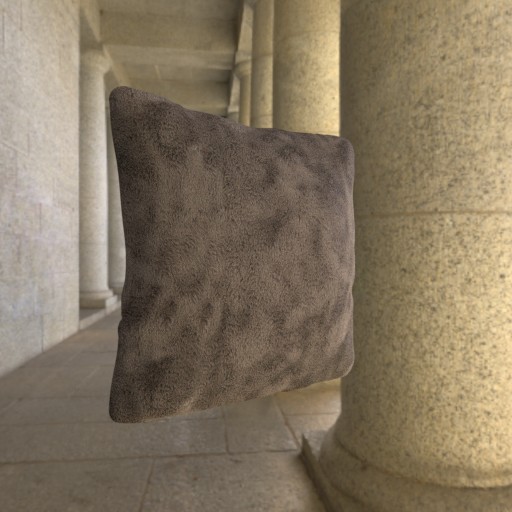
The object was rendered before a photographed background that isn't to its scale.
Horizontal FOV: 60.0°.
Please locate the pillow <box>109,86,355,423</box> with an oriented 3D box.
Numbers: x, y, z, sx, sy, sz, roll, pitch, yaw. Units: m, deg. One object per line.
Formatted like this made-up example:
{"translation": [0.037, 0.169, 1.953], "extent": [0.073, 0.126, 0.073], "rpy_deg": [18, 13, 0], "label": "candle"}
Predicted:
{"translation": [0.000, 0.000, 0.808], "extent": [0.522, 0.520, 0.204], "rpy_deg": [0, 0, -35], "label": "pillow"}
